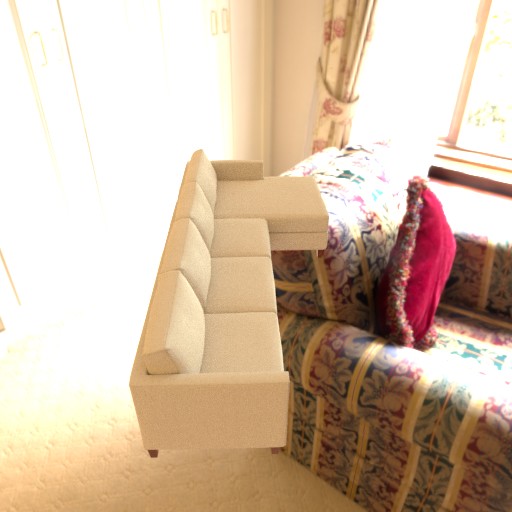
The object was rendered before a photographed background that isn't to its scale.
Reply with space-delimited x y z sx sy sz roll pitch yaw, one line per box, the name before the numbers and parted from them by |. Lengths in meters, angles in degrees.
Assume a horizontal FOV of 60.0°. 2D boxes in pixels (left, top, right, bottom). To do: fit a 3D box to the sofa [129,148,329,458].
sofa | 0.000 0.000 4.107 1.599 0.954 3.471 -1 33 -2
